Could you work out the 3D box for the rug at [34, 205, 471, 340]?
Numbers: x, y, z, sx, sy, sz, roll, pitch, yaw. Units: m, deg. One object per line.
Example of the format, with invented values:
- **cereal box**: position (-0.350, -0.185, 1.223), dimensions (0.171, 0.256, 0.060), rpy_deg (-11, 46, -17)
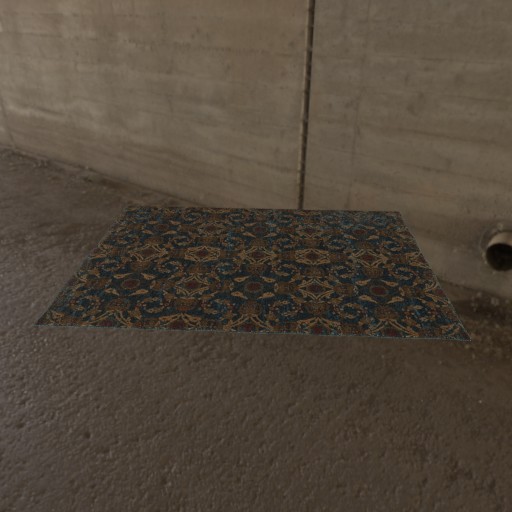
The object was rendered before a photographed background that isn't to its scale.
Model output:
- **rug**: position (0.000, 0.000, 4.338), dimensions (3.291, 0.013, 2.337), rpy_deg (2, 29, 3)
